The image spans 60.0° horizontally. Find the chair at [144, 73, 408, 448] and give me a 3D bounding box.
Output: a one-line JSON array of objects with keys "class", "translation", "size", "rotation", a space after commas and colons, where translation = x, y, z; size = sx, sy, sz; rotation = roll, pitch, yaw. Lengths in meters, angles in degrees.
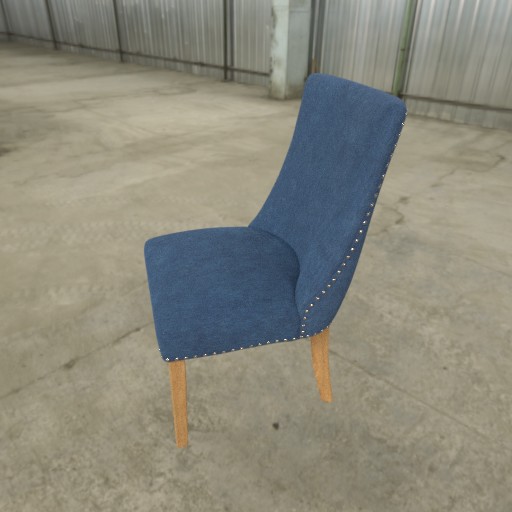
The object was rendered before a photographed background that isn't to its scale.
[{"class": "chair", "translation": [0.000, 0.000, 1.261], "size": [0.610, 0.902, 0.495], "rotation": [-8, 31, -14]}]
